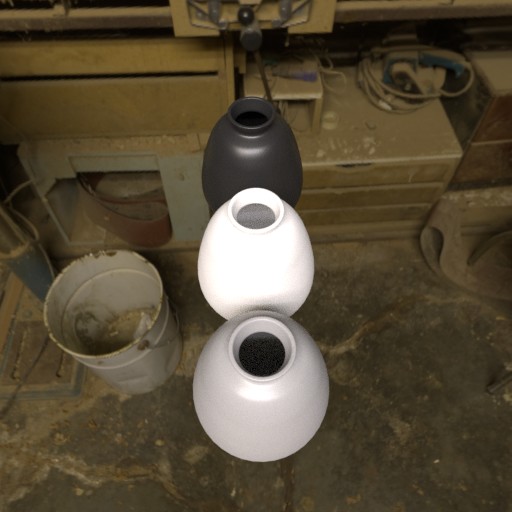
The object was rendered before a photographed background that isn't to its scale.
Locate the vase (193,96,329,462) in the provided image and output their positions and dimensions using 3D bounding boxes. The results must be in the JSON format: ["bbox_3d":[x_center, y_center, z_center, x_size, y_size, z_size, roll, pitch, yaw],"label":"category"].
[{"bbox_3d":[0.000,0.000,0.358,0.097,0.122,0.297,-2,58,-1],"label":"vase"}]
